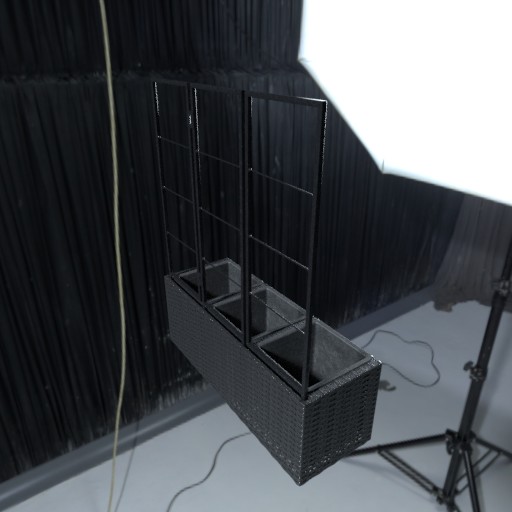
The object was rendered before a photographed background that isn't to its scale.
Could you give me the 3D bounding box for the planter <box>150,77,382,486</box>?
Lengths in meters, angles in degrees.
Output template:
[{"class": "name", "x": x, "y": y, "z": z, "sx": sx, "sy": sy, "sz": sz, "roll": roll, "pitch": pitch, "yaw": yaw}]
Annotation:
[{"class": "planter", "x": 0.000, "y": 0.000, "z": 1.158, "sx": 0.244, "sy": 0.841, "sz": 0.698, "roll": -17, "pitch": 30, "yaw": -31}]
